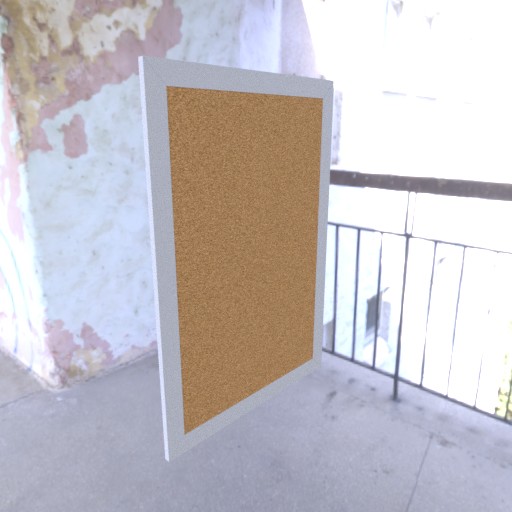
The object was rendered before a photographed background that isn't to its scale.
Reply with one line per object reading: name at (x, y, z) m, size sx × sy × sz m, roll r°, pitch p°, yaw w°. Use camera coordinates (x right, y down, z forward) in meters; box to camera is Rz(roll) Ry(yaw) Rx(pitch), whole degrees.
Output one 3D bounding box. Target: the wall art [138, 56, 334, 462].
wall art at (0.000, 0.000, 0.850) m, size 0.011 × 0.659 × 0.454 m, roll 15°, pitch 22°, yaw 42°
